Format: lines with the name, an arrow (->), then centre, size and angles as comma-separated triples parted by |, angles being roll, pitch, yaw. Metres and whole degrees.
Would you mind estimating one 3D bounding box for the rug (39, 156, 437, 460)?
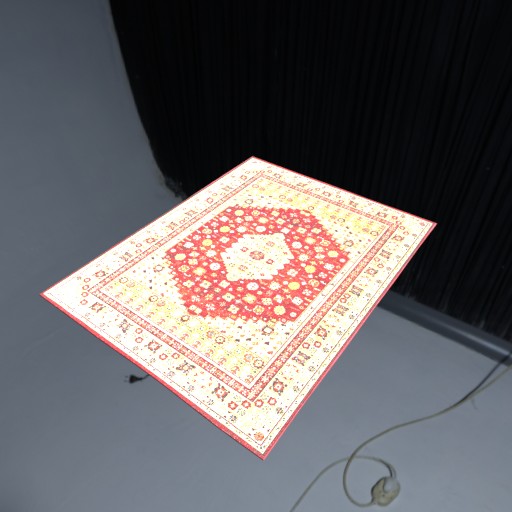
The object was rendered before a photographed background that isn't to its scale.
rug -> 0.000, 0.000, 4.201 | 2.387, 0.013, 3.053 | 26, 47, 27
